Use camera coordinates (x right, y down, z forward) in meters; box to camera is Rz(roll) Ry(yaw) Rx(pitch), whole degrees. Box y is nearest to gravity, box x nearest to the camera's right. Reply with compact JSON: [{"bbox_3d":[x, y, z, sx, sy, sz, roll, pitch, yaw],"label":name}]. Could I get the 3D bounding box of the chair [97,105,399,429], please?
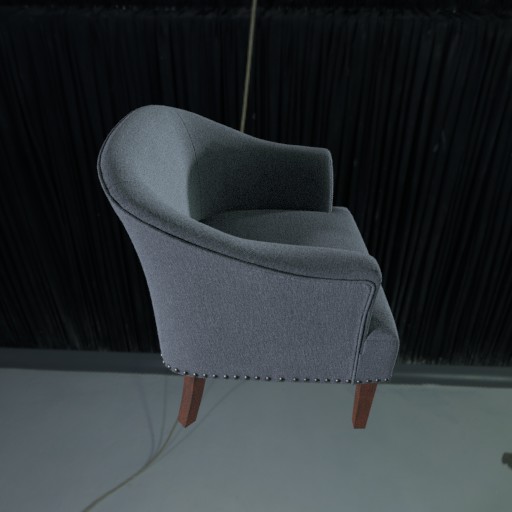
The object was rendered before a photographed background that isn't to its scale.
[{"bbox_3d":[0.000,0.000,1.346,0.704,0.815,0.798,0,33,0],"label":"chair"}]
